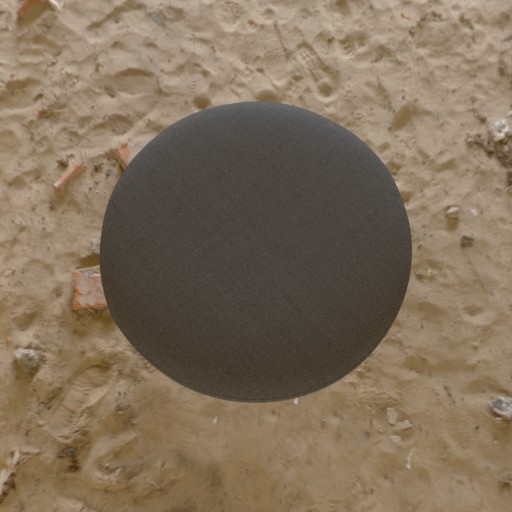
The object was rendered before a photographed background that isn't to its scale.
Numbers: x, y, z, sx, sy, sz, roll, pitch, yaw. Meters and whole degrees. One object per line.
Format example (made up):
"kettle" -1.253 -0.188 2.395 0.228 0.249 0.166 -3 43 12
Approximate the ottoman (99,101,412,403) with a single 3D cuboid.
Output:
"ottoman" 0.000 0.000 1.237 0.772 0.460 0.772 0 75 0
